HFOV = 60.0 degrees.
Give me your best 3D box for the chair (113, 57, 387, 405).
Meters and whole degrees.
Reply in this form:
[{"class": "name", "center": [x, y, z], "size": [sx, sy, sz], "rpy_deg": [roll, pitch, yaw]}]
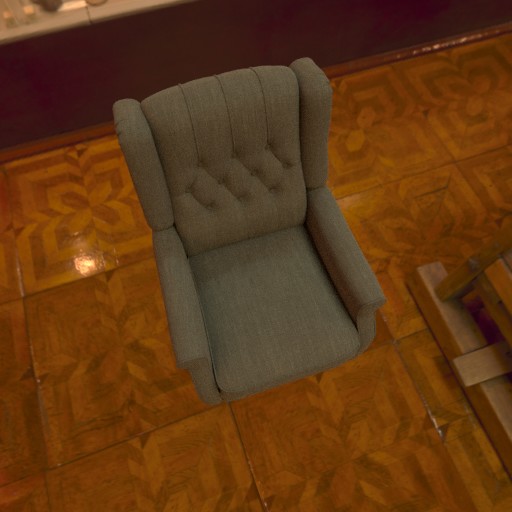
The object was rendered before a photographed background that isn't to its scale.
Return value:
[{"class": "chair", "center": [0.000, 0.000, 1.647], "size": [0.742, 1.035, 0.898], "rpy_deg": [-16, 66, -7]}]
